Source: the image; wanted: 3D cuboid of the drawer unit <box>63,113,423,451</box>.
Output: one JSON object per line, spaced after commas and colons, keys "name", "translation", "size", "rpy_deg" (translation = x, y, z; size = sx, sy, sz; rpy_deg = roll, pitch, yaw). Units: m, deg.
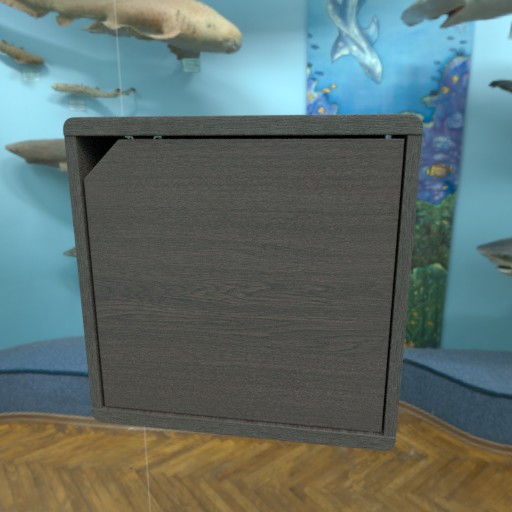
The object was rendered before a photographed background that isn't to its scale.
{"name": "drawer unit", "translation": [0.000, 0.000, 0.592], "size": [0.344, 0.344, 0.290], "rpy_deg": [2, 14, 9]}
